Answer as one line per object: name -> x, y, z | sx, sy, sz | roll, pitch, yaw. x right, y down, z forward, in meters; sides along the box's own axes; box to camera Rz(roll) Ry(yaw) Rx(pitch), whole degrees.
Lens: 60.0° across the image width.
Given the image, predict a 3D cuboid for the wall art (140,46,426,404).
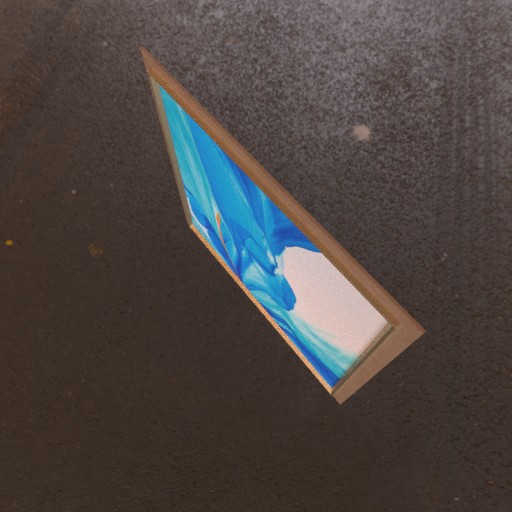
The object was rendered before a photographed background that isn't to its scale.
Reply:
wall art -> 0.000, 0.000, 1.651 | 0.025, 1.067, 1.168 | -35, 69, -16
